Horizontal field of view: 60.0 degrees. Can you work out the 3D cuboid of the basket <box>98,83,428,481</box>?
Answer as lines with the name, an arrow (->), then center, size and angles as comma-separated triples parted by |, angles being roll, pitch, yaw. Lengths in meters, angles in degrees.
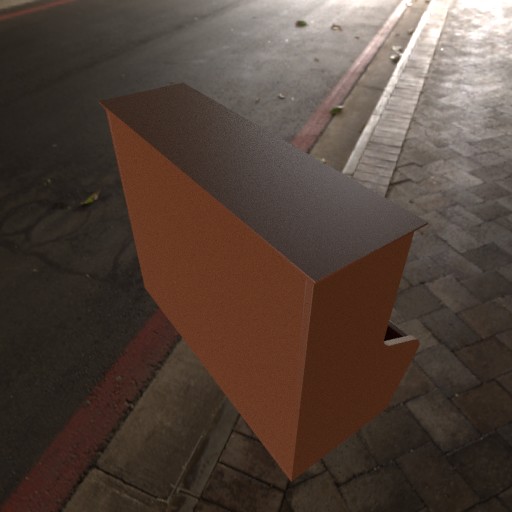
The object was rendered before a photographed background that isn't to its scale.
basket -> 0.000, 0.000, 1.113 | 0.376, 0.625, 0.792 | -25, 45, -27
